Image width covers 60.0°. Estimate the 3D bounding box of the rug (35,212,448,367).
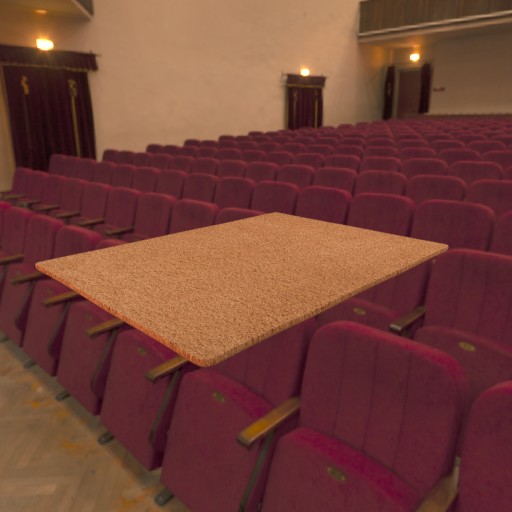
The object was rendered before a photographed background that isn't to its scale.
[{"bbox_3d":[0.000,0.000,2.113,1.199,0.025,1.600,16,23,42],"label":"rug"}]
